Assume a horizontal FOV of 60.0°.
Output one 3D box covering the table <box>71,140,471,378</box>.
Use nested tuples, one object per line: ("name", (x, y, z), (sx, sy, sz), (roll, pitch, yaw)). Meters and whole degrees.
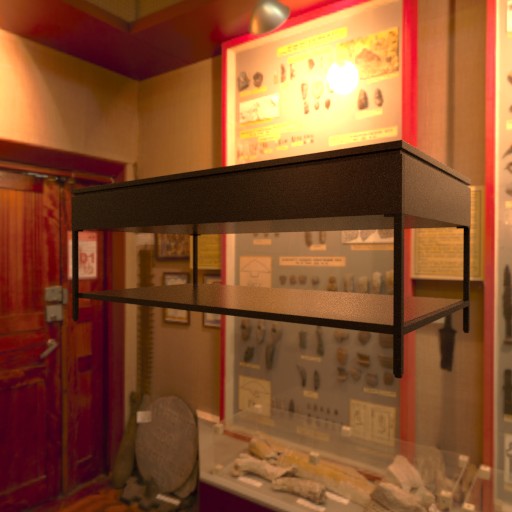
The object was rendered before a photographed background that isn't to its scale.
("table", (0.000, 0.000, 1.361), (1.095, 0.435, 0.574), (1, 1, 37))
